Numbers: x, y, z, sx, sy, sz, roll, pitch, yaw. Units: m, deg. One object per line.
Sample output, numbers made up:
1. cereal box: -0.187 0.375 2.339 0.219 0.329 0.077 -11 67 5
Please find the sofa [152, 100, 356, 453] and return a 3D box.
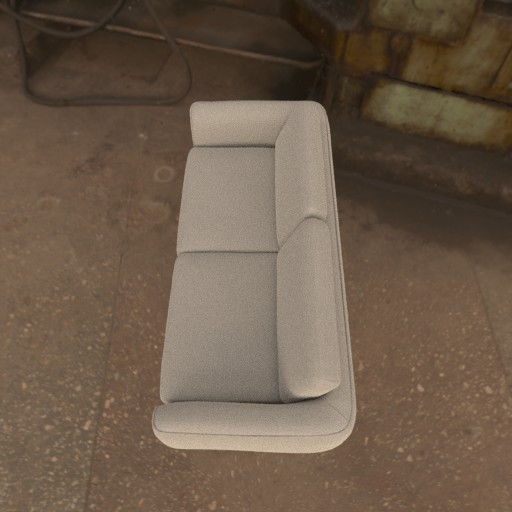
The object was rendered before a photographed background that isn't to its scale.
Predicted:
1. sofa: 0.000 0.000 2.470 0.920 0.850 2.000 1 60 0
